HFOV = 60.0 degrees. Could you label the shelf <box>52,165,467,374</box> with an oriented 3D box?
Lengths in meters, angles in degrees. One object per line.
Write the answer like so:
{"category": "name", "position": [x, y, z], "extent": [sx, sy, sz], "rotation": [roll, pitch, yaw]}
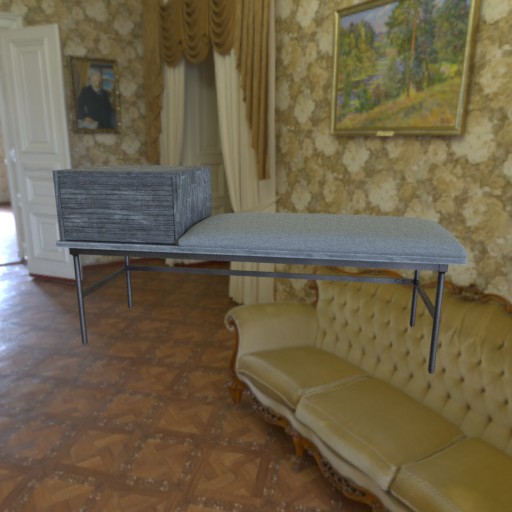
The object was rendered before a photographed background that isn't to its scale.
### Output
{"category": "shelf", "position": [0.000, 0.000, 1.645], "extent": [1.342, 0.633, 0.457], "rotation": [2, 14, 10]}
